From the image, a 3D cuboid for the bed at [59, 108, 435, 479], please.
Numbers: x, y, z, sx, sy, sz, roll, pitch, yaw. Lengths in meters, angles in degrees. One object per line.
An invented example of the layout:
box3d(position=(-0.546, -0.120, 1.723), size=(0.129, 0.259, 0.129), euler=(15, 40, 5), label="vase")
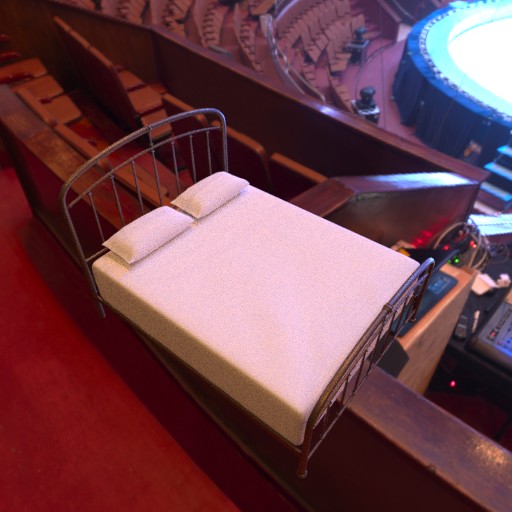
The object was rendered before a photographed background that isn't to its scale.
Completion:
box3d(position=(0.000, 0.000, 3.346), size=(2.168, 1.475, 1.711), euler=(29, 49, 28), label="bed")
